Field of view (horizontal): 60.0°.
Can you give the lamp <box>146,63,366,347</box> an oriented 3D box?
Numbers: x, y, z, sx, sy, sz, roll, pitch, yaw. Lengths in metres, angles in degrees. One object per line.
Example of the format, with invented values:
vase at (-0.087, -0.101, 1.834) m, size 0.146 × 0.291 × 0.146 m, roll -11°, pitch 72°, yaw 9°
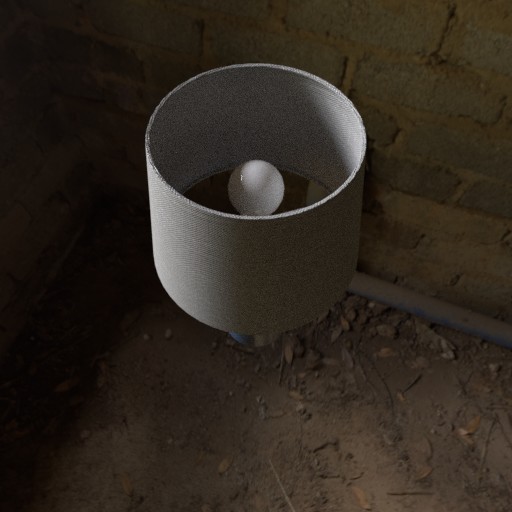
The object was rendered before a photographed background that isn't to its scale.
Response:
lamp at (0.000, 0.000, 0.584) m, size 0.253 × 0.428 × 0.253 m, roll 0°, pitch 58°, yaw 0°
